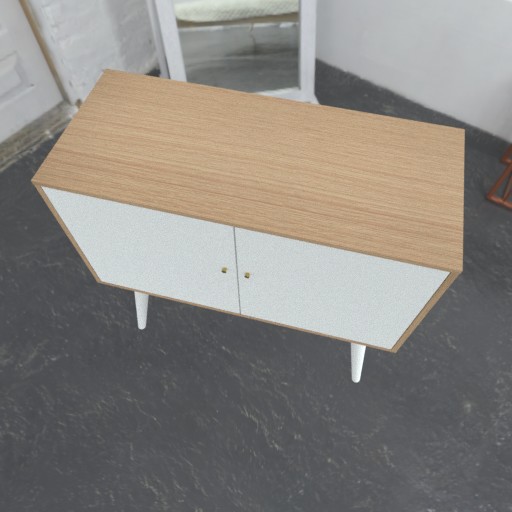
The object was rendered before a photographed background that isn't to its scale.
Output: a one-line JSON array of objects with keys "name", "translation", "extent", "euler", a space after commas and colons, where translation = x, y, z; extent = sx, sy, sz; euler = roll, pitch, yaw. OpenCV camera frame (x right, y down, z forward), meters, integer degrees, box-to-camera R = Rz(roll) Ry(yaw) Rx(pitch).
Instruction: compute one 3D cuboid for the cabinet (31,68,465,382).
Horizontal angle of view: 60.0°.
[{"name": "cabinet", "translation": [0.000, 0.000, 1.594], "extent": [1.057, 1.016, 0.470], "euler": [12, 60, 7]}]
